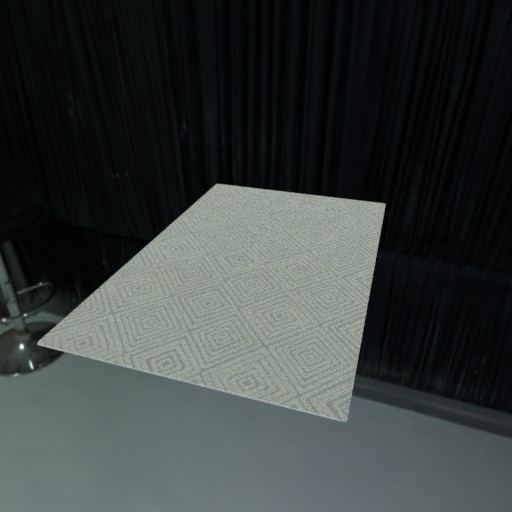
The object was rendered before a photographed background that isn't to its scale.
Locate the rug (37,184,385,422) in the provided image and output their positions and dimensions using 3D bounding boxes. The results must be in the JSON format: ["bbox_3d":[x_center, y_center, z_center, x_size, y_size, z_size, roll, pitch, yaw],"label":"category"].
[{"bbox_3d":[0.000,0.000,2.215,1.143,0.008,1.753,9,31,16],"label":"rug"}]
